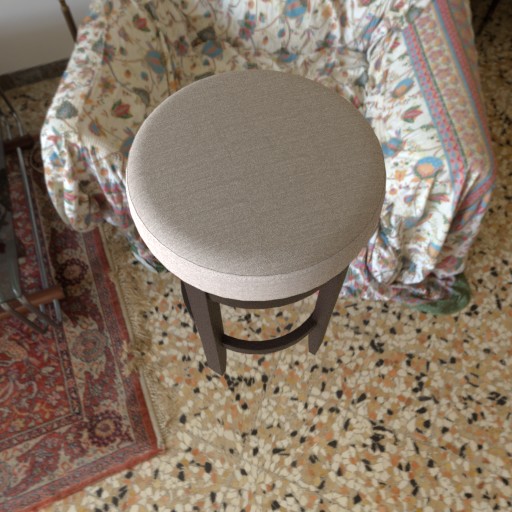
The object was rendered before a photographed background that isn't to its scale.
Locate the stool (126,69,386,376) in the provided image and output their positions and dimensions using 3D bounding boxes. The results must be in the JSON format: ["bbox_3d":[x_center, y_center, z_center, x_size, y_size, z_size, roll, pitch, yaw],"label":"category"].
[{"bbox_3d":[0.000,0.000,1.041,0.443,0.757,0.443,0,63,0],"label":"stool"}]
